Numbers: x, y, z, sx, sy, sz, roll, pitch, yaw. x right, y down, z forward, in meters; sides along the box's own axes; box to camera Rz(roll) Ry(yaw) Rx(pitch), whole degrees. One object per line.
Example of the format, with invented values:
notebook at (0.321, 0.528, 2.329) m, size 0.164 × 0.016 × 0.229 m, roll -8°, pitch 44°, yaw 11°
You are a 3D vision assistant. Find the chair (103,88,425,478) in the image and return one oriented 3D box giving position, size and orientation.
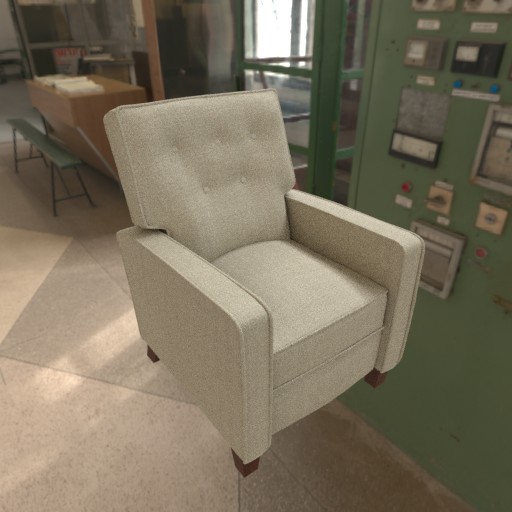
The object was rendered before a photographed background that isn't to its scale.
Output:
chair at (0.000, 0.000, 1.377) m, size 0.648 × 0.888 × 0.754 m, roll -20°, pitch 35°, yaw -31°
